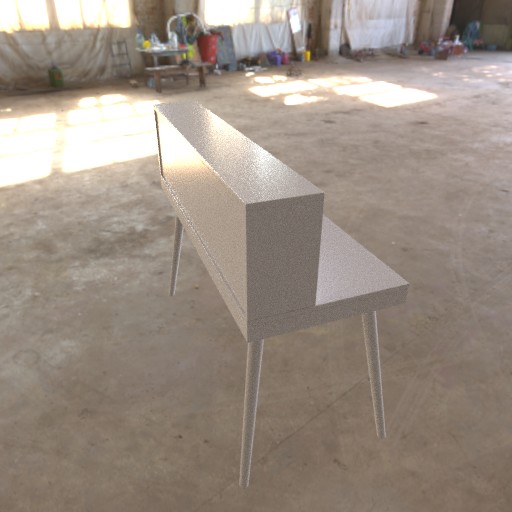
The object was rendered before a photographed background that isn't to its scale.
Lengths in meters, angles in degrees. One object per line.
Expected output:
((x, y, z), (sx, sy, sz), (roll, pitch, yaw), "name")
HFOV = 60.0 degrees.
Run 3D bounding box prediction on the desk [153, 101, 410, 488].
((0.000, 0.000, 1.762), (0.559, 0.990, 1.199), (-11, 31, -18), "desk")
